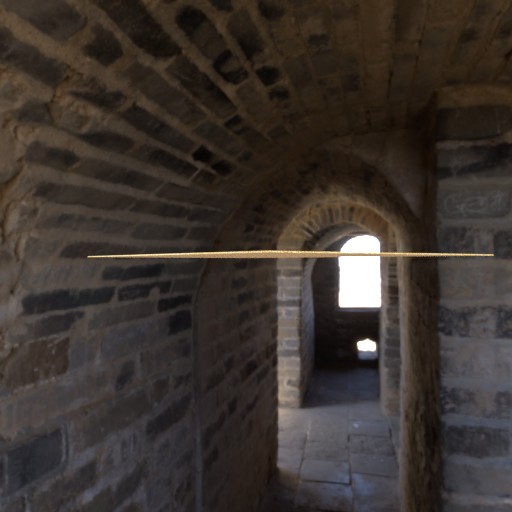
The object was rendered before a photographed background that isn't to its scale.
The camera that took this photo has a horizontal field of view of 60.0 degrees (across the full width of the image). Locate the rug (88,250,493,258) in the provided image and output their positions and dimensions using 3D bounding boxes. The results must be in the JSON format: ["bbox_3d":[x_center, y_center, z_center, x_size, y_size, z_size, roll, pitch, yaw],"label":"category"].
[{"bbox_3d":[0.000,0.000,2.886,1.524,0.006,2.286,0,-1,-35],"label":"rug"}]
